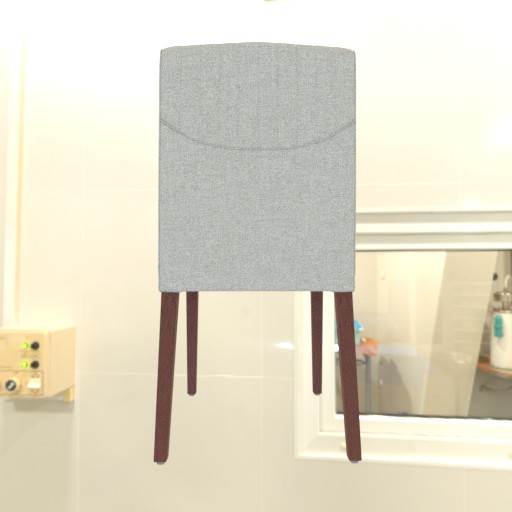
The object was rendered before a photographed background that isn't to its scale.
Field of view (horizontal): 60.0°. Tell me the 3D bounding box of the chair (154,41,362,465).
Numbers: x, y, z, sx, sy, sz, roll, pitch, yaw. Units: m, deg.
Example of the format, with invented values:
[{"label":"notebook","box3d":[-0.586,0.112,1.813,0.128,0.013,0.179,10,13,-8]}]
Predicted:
[{"label":"chair","box3d":[0.000,0.000,1.212,0.480,0.900,0.594,0,-2,-1]}]
